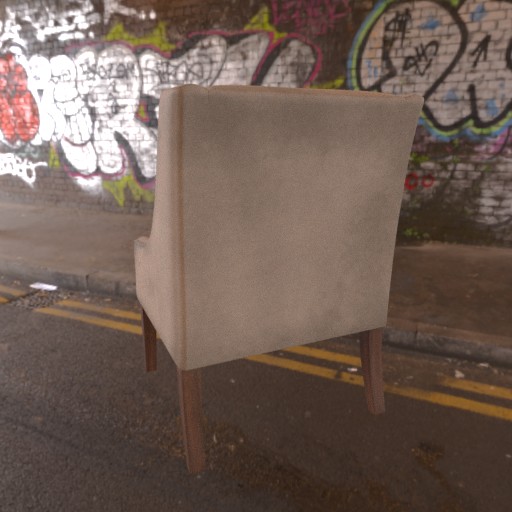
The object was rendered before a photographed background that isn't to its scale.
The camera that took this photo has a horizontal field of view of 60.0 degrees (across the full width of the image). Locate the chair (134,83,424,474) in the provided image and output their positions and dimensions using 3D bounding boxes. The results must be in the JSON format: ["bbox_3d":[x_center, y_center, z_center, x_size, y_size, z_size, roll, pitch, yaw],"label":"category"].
[{"bbox_3d":[0.000,0.000,1.318,0.629,0.895,0.629,-7,17,-24],"label":"chair"}]
